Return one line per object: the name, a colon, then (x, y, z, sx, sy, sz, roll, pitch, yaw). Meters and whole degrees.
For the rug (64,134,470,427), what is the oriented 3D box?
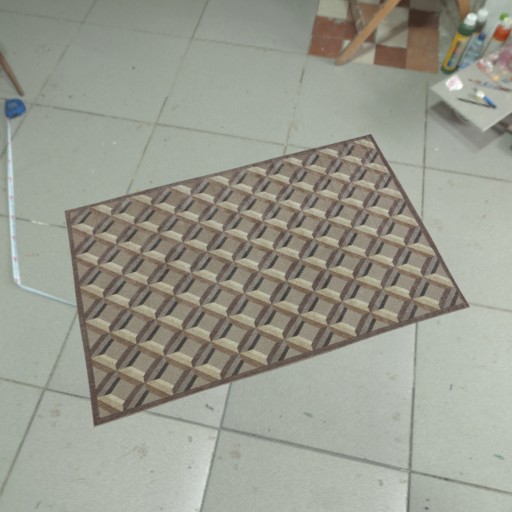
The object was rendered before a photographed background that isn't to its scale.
rug: (0.000, 0.000, 2.094, 1.677, 0.011, 1.066, -16, 64, -8)
